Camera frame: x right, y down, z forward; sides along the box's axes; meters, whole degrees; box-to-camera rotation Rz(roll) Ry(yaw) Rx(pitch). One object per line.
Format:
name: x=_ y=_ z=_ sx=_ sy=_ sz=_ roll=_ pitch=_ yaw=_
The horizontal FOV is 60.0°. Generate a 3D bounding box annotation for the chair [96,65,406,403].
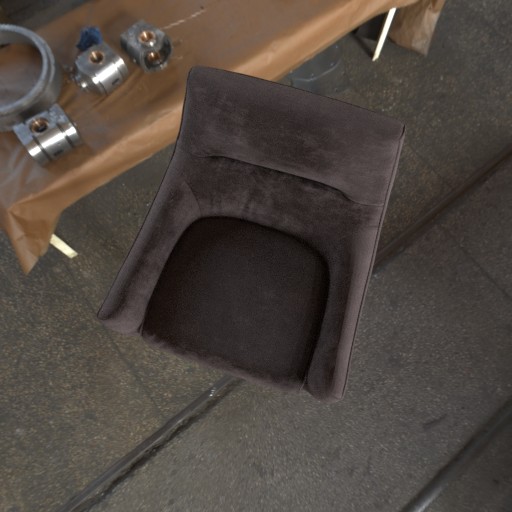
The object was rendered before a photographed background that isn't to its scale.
chair: x=0.000 y=0.000 z=1.501 sx=0.762 sy=0.838 sz=0.787 roll=18 pitch=74 yaw=5
